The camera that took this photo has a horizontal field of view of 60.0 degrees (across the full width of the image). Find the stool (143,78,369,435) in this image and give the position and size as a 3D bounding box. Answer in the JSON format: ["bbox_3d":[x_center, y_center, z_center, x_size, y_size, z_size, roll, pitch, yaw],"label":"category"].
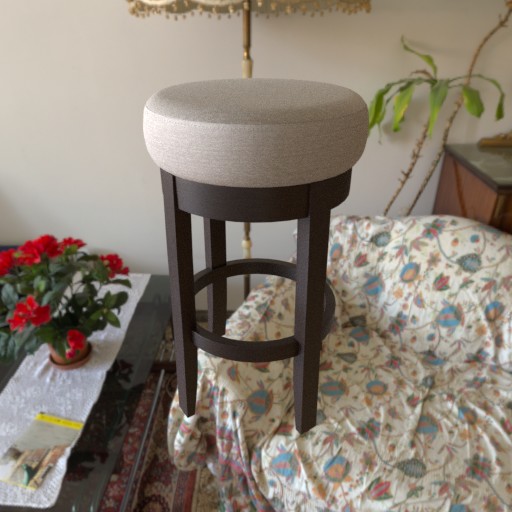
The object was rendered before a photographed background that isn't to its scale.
[{"bbox_3d":[0.000,0.000,1.036,0.443,0.757,0.443,0,29,0],"label":"stool"}]
